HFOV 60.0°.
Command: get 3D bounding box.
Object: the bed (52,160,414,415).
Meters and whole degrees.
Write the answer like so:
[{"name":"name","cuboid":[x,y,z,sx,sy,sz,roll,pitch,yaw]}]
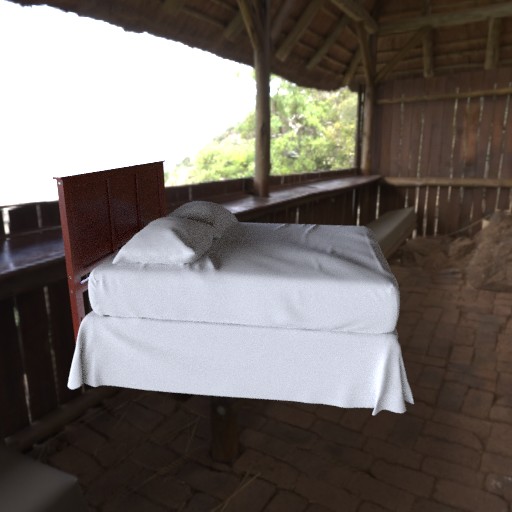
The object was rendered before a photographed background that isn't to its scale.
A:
[{"name":"bed","cuboid":[0.000,0.000,3.252,2.050,1.270,1.870,2,16,9]}]
